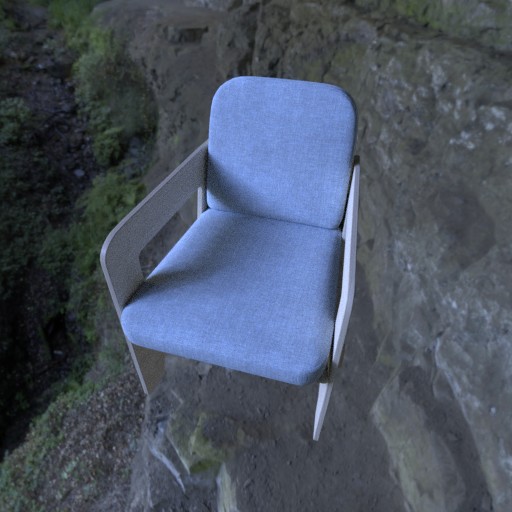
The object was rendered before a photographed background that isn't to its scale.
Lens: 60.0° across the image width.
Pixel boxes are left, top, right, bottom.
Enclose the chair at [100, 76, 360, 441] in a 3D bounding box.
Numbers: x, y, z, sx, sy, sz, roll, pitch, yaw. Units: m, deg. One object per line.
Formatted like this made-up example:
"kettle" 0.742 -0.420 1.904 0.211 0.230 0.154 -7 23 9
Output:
"chair" 0.000 0.000 1.284 0.590 0.800 0.710 11 42 12
